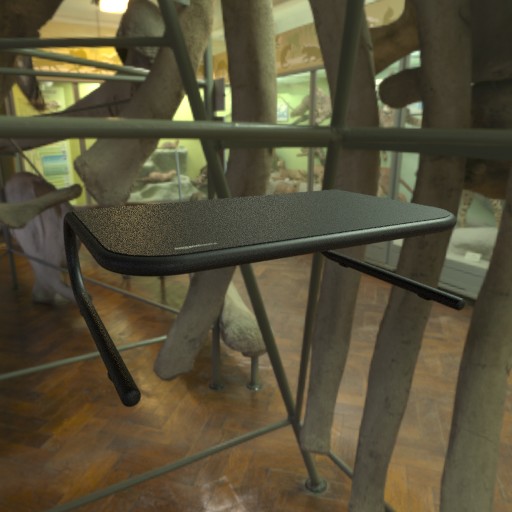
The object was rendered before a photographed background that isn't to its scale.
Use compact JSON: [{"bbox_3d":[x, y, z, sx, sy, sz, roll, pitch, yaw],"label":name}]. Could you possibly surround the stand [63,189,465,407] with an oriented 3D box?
[{"bbox_3d":[0.000,0.000,0.500,0.370,0.108,0.280,-9,18,-28],"label":"stand"}]
